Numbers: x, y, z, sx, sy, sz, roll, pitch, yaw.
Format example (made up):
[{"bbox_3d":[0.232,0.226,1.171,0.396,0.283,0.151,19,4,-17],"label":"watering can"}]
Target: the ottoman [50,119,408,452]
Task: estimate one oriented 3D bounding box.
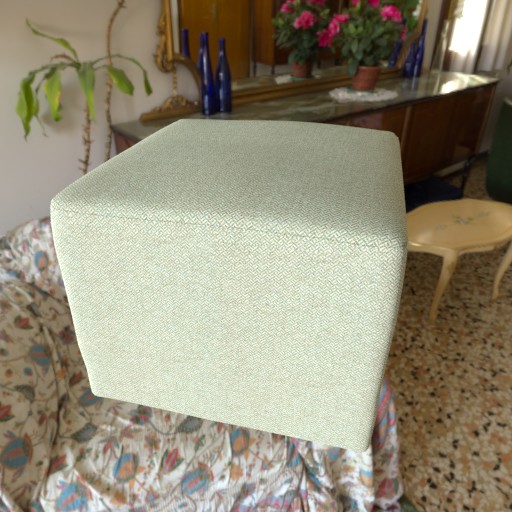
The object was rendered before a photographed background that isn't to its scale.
[{"bbox_3d":[0.000,0.000,0.885,0.512,0.453,0.521,7,31,12],"label":"ottoman"}]
